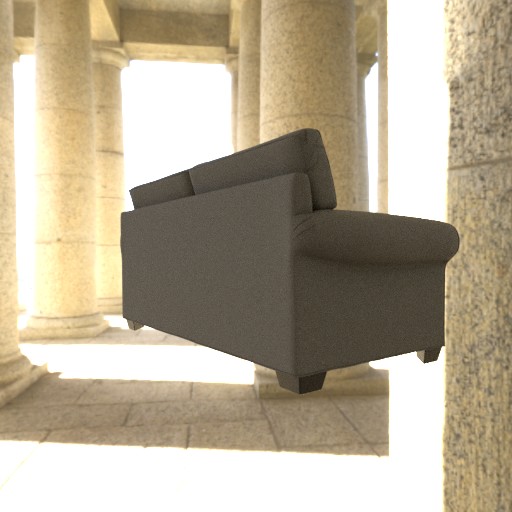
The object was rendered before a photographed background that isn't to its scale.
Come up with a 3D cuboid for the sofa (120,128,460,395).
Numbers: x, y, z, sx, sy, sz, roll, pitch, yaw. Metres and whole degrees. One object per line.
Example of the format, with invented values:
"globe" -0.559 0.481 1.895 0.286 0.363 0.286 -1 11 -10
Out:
"sofa" 0.000 0.000 2.458 0.940 0.952 1.930 0 0 -36
